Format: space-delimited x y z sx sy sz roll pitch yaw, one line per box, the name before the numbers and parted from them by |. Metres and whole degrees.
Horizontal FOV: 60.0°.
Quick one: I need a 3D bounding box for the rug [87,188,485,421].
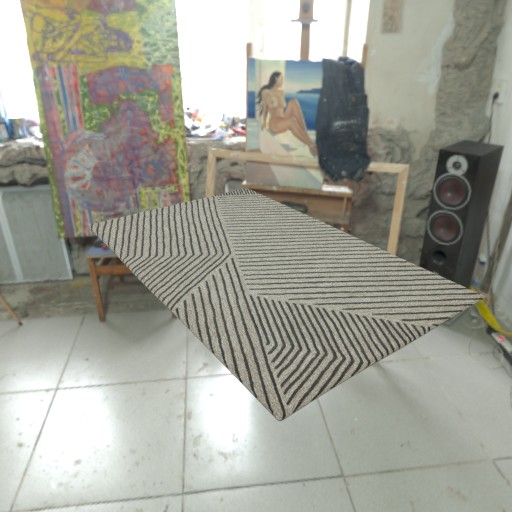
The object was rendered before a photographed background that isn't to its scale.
rug | 0.000 0.000 3.024 1.539 0.023 2.406 -19 33 -32
